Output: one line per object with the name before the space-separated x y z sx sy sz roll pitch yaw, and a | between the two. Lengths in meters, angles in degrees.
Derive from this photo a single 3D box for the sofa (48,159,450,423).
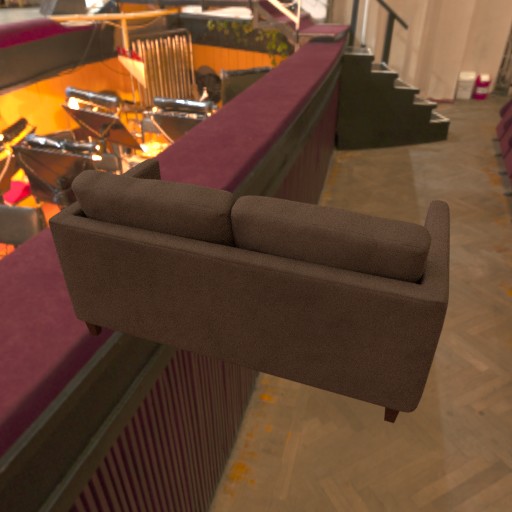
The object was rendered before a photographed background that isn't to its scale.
sofa | 0.000 0.000 2.414 1.884 0.963 0.950 11 34 17
